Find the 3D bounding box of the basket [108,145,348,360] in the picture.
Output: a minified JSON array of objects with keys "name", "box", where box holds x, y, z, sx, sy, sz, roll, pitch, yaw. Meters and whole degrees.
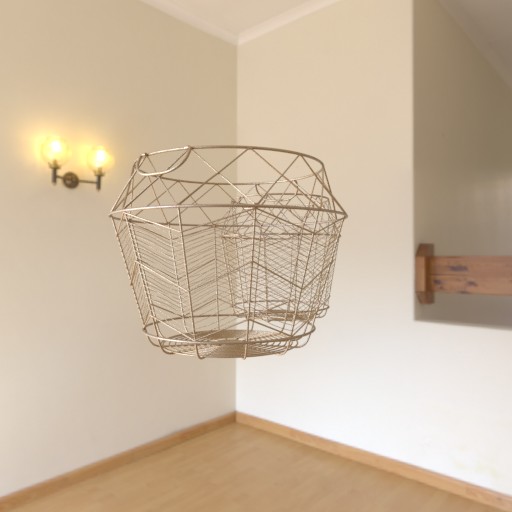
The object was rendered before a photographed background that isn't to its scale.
[{"name":"basket","box":[0.000,0.000,1.033,0.451,0.343,0.805,0,0,17]}]
